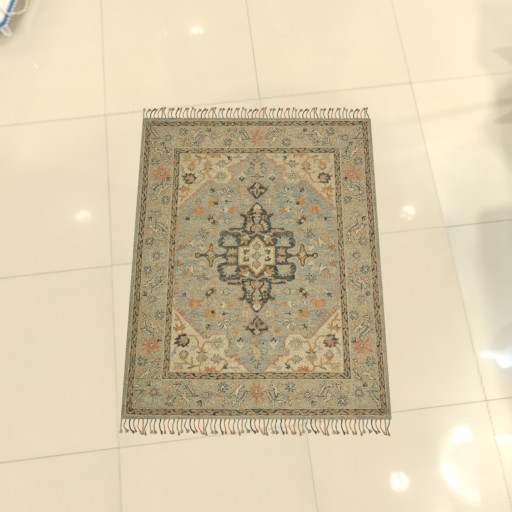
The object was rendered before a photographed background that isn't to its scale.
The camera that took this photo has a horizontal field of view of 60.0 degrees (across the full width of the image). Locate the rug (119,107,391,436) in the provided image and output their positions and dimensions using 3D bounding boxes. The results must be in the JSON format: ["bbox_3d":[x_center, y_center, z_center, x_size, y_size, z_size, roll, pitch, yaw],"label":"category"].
[{"bbox_3d":[0.000,0.000,2.281,1.278,0.009,1.730,0,76,0],"label":"rug"}]
